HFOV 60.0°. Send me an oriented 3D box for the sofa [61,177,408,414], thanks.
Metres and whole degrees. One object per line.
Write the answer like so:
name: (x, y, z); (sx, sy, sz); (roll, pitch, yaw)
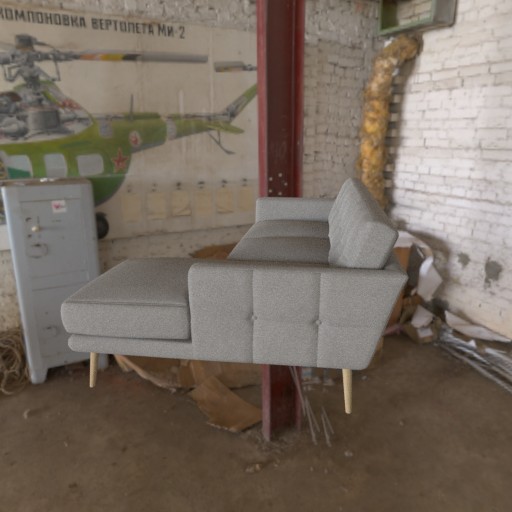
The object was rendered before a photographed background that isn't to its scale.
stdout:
sofa: (0.000, 0.000, 2.866); (1.530, 0.860, 2.040); (2, 16, 8)
